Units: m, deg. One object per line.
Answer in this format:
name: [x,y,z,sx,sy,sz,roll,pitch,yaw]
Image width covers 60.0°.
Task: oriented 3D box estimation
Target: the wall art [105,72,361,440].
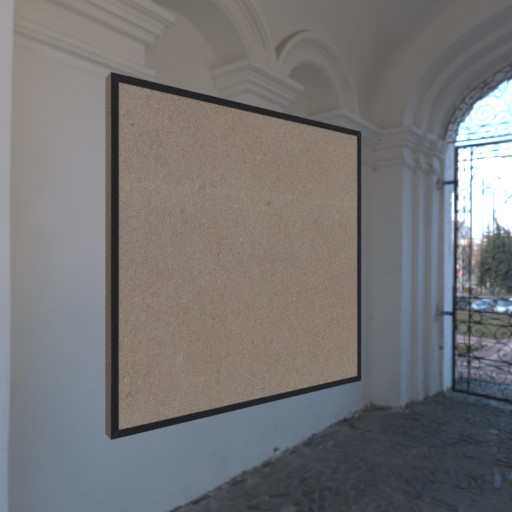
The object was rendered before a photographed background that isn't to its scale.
wall art: [0.000,0.000,1.152,0.762,0.762,0.038,0,0,-35]
